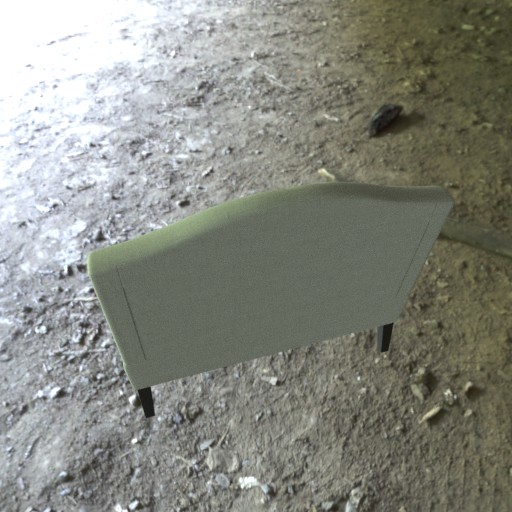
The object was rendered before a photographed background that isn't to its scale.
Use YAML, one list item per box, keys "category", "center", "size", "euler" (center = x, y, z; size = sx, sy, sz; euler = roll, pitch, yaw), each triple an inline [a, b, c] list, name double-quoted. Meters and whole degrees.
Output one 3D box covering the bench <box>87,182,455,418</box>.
- category: "bench"
  center: [0.000, 0.000, 2.074]
  size: [1.335, 1.180, 0.815]
  euler: [-12, 44, -13]
